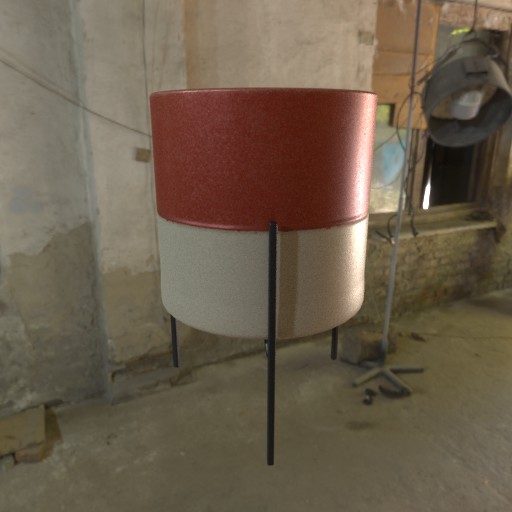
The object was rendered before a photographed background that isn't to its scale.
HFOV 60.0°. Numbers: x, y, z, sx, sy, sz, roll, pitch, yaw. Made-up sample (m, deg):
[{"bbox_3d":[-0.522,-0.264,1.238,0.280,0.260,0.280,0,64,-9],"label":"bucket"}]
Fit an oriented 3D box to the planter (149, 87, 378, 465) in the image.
[{"bbox_3d":[0.000,0.000,0.518,0.251,0.354,0.235,8,19,24],"label":"planter"}]
